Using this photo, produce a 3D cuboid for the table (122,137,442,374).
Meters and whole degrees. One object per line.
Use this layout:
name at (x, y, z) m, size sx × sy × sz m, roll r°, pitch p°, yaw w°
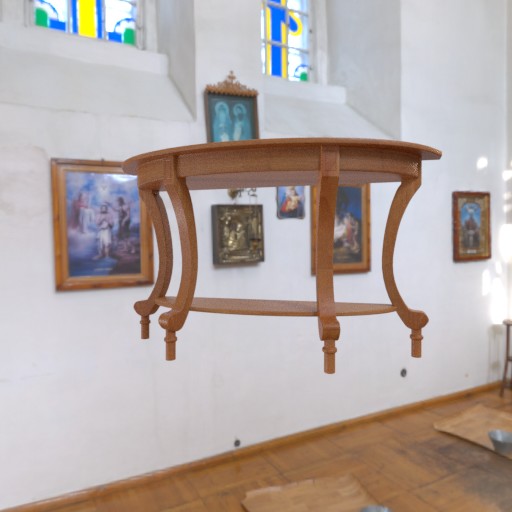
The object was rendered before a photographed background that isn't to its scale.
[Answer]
table at (0.000, 0.000, 1.507) m, size 1.198 × 0.692 × 0.394 m, roll 0°, pitch 1°, yaw 17°
